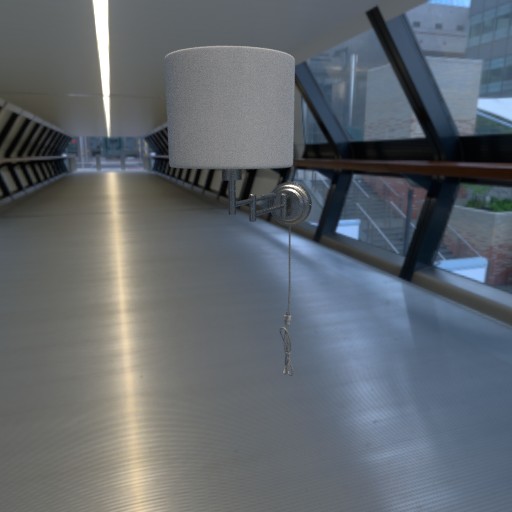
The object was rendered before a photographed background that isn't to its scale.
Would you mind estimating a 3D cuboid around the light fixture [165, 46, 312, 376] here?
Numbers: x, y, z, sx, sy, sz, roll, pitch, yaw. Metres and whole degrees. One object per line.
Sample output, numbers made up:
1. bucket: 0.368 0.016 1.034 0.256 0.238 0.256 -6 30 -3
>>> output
1. light fixture: 0.000 0.000 1.068 0.253 0.842 0.479 7 15 26
